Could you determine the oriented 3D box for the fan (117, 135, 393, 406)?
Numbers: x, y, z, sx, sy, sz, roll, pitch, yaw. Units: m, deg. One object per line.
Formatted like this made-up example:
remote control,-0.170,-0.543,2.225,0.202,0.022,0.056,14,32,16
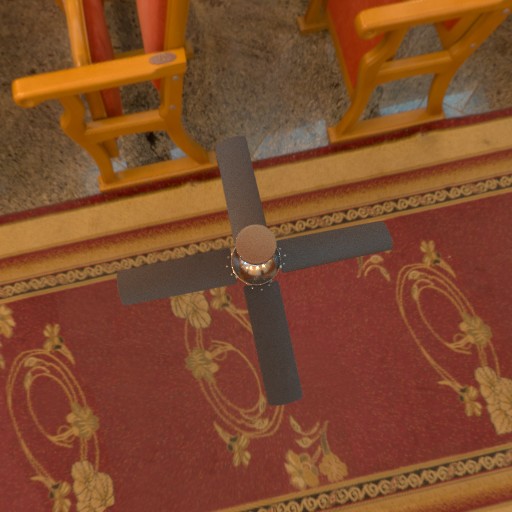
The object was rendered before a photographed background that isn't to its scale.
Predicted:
fan,0.000,0.000,2.030,1.332,0.403,1.332,-11,76,-3
